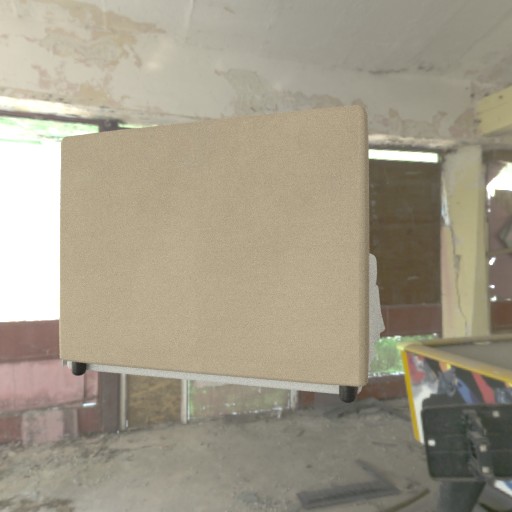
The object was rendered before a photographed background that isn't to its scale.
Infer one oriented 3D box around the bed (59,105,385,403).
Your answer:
[{"bbox_3d":[0.000,0.000,3.184,1.723,1.330,2.142,0,0,18],"label":"bed"}]
